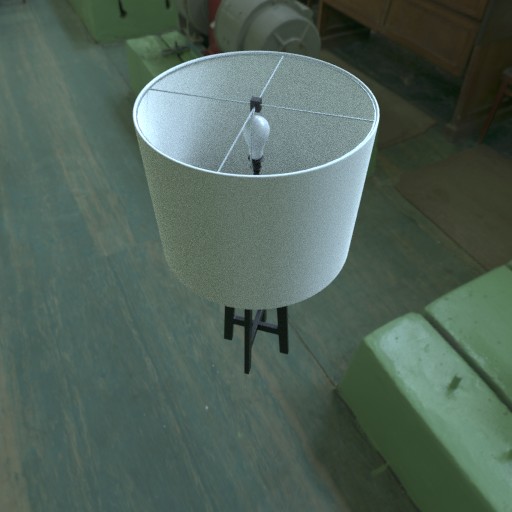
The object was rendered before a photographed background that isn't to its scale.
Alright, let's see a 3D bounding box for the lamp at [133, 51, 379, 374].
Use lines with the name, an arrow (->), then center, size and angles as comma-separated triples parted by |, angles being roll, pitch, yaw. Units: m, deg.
lamp -> 0.000, 0.000, 0.647 | 0.257, 0.489, 0.257 | -22, 51, -19
